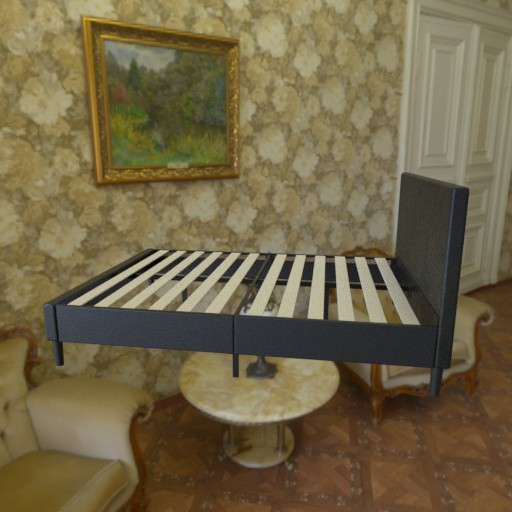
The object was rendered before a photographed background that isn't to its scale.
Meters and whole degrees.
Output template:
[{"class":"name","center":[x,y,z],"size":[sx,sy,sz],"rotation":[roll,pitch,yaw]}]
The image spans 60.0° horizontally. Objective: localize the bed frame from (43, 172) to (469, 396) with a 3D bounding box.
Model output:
[{"class":"bed frame","center":[0.000,0.000,2.947],"size":[2.152,1.046,1.469],"rotation":[2,13,9]}]
